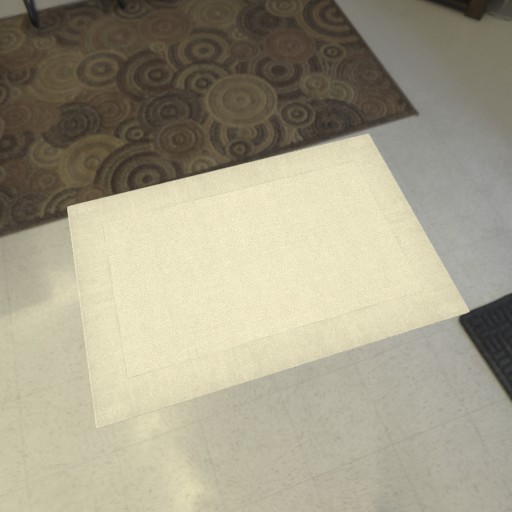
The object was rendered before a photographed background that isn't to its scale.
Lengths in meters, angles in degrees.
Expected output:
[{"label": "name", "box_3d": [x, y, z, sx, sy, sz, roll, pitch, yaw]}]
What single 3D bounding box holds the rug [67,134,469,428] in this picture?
[{"label": "rug", "box_3d": [0.000, 0.000, 2.326, 1.829, 0.013, 1.219, -15, 63, -8]}]
